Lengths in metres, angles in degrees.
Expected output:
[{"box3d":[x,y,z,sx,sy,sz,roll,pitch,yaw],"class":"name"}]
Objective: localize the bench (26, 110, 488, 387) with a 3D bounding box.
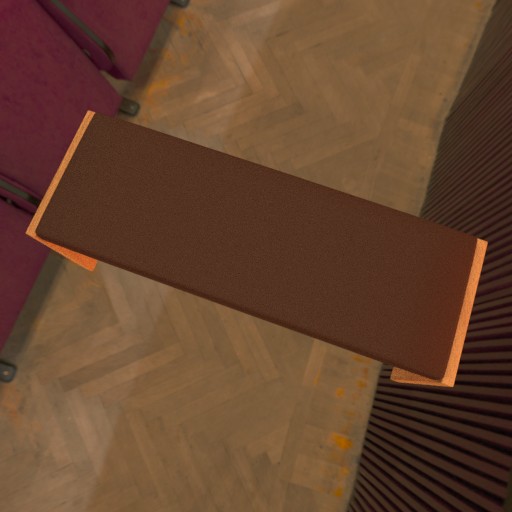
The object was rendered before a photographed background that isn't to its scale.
[{"box3d":[0.000,0.000,1.410,1.200,0.480,0.405,19,76,5],"class":"bench"}]
